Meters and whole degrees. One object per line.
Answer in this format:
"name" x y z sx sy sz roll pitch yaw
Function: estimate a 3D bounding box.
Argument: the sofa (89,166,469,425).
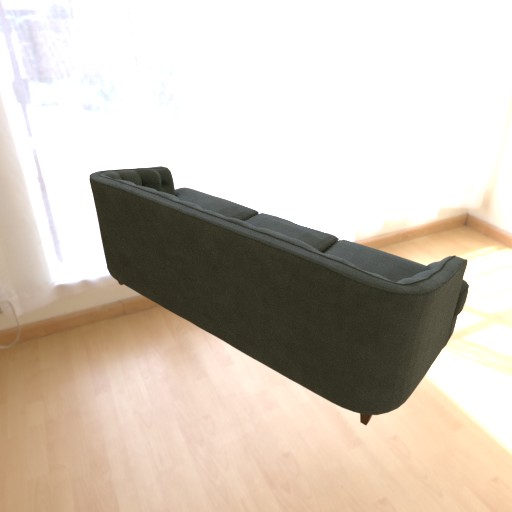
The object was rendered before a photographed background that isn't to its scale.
"sofa" 0.000 0.000 2.721 2.278 0.855 0.941 22 36 33
